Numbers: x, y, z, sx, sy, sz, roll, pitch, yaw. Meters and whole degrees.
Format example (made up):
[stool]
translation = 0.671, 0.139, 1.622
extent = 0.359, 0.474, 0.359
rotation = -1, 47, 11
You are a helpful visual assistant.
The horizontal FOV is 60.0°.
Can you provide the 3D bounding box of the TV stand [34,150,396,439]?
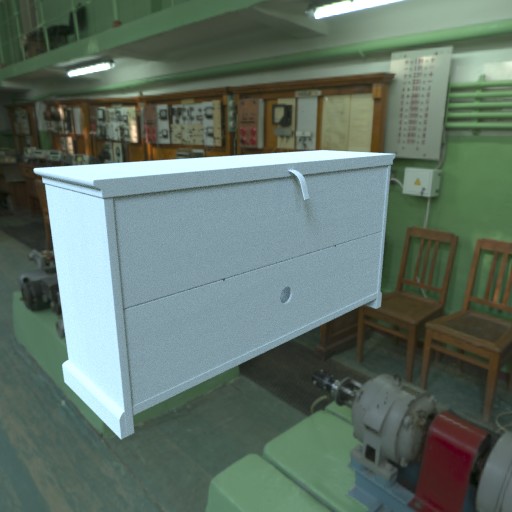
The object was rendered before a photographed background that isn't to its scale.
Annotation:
[TV stand]
translation = 0.000, 0.000, 1.471
extent = 1.187, 0.624, 0.424
rotation = -15, 22, -42
